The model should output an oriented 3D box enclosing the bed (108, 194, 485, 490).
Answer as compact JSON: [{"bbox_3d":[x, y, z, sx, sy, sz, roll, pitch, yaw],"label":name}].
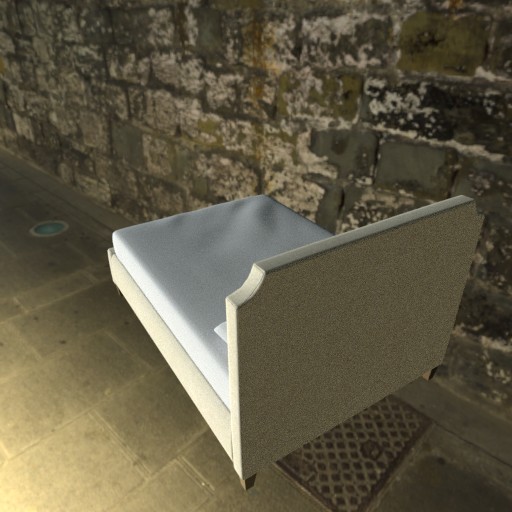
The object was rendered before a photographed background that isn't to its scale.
[{"bbox_3d":[0.000,0.000,3.392,1.713,1.457,2.381,-18,35,-28],"label":"bed"}]
